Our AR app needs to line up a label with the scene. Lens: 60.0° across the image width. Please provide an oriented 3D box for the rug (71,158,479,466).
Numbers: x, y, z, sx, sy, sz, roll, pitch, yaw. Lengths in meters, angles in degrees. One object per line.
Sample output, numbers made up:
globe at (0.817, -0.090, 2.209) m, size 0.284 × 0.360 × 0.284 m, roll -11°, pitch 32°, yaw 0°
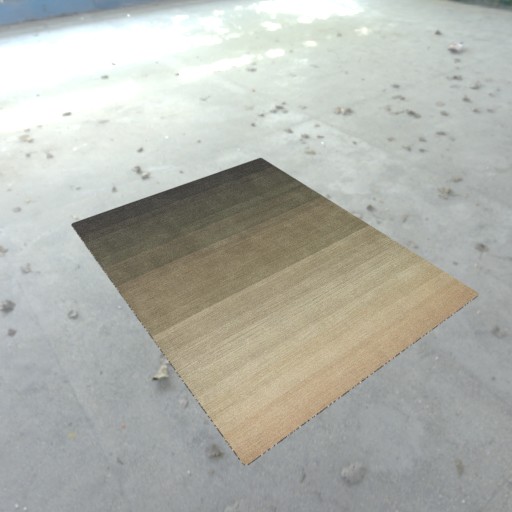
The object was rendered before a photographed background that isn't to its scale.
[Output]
rug at (0.000, 0.000, 3.896) m, size 2.305 × 0.017 × 2.902 m, roll -25°, pitch 46°, yaw -27°
